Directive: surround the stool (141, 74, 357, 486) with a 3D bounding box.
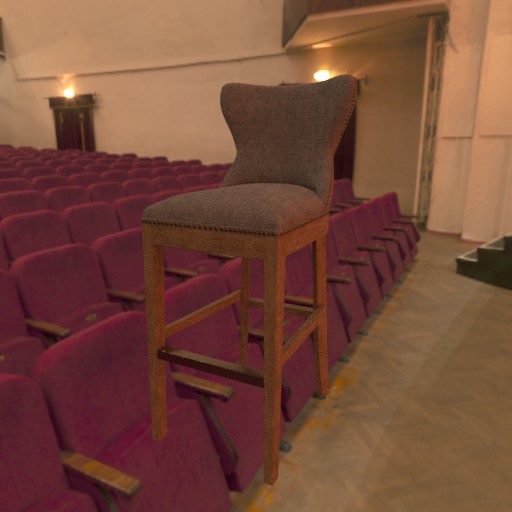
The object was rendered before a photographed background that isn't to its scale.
[{"bbox_3d":[0.000,0.000,1.434,0.494,1.123,0.606,7,16,27],"label":"stool"}]
